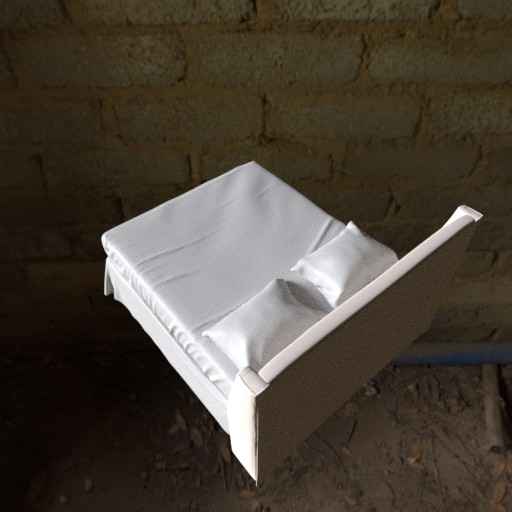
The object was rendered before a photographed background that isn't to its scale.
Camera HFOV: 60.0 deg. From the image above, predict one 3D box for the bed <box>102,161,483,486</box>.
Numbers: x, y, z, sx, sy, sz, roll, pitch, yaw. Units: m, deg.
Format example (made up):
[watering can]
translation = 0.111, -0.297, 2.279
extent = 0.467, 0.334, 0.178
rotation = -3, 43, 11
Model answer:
[bed]
translation = 0.000, 0.000, 3.450
extent = 1.925, 1.332, 2.276
rotation = -31, 54, -26
